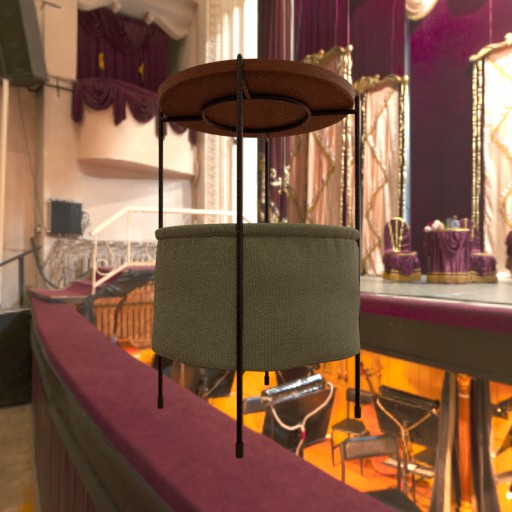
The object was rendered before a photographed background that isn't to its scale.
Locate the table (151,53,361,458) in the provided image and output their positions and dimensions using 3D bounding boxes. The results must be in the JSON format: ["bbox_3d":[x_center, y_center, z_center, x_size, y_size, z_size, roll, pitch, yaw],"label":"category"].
[{"bbox_3d":[0.000,0.000,0.882,0.400,0.623,0.400,0,-1,-37],"label":"table"}]
